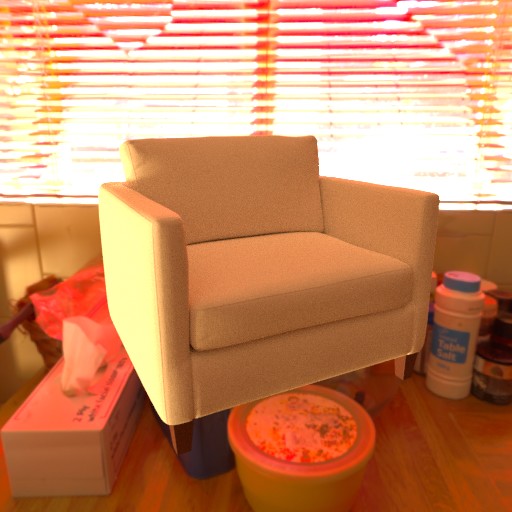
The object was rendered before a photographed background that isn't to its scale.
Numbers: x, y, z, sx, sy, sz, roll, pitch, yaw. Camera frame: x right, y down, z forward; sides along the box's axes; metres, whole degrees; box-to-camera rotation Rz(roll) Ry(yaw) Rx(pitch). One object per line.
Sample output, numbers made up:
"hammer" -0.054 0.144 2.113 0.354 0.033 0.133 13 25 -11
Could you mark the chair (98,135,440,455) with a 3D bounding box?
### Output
"chair" 0.000 0.000 1.696 1.019 0.885 0.878 -8 18 -26
